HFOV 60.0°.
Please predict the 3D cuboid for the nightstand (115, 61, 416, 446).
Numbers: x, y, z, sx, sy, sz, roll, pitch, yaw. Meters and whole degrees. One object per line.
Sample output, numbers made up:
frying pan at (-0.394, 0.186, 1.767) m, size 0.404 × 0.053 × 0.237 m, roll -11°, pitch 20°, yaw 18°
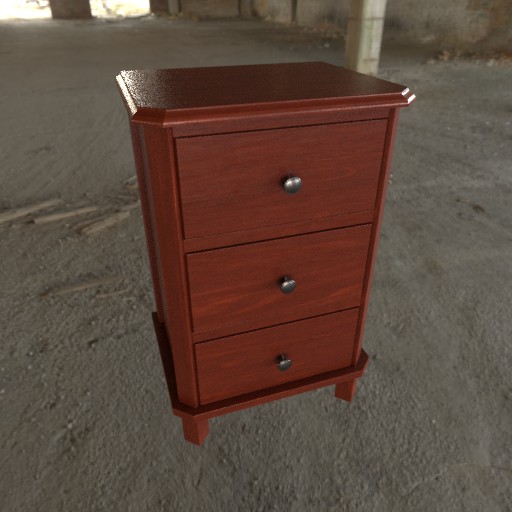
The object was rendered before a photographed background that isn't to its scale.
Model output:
nightstand at (0.000, 0.000, 0.912) m, size 0.435 × 0.681 × 0.351 m, roll -10°, pitch 32°, yaw -16°
